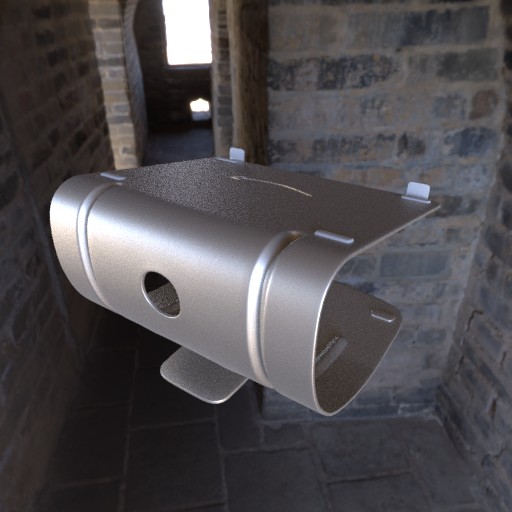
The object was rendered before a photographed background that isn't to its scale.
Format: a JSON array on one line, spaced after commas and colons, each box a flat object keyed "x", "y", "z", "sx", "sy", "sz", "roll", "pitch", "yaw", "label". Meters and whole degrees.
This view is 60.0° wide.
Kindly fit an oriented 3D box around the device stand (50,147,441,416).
[{"x": 0.000, "y": 0.000, "z": 0.401, "sx": 0.256, "sy": 0.155, "sz": 0.236, "roll": 18, "pitch": 34, "yaw": 29, "label": "device stand"}]
